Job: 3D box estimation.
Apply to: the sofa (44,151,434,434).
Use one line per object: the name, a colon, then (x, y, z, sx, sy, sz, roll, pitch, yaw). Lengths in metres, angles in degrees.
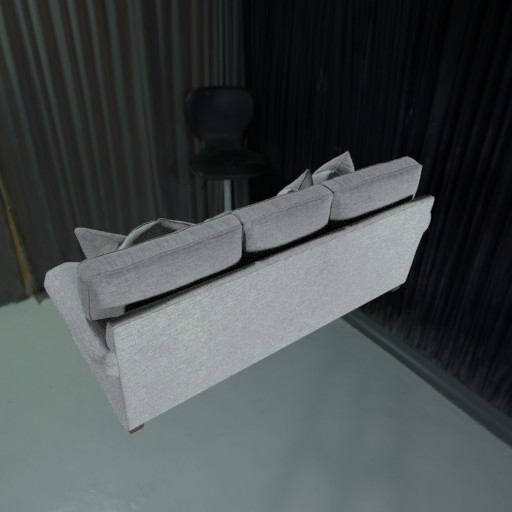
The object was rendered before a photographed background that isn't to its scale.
sofa: (0.000, 0.000, 2.752, 2.312, 0.975, 0.965, -21, 37, -31)
